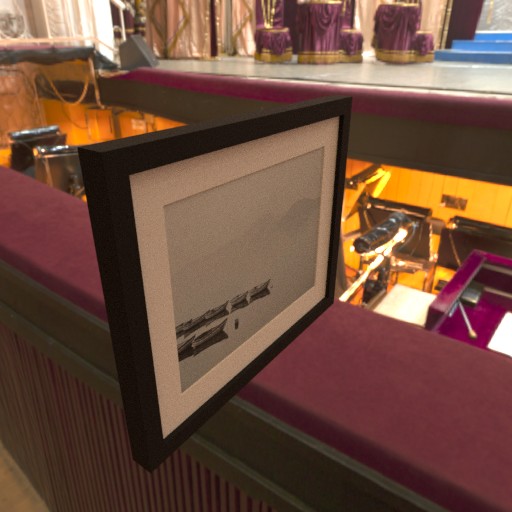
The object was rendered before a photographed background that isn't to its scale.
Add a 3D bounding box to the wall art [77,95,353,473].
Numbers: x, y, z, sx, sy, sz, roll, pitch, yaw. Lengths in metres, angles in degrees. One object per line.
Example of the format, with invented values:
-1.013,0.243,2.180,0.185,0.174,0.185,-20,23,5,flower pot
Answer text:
0.000,0.000,0.527,0.028,0.325,0.397,18,32,32,wall art
